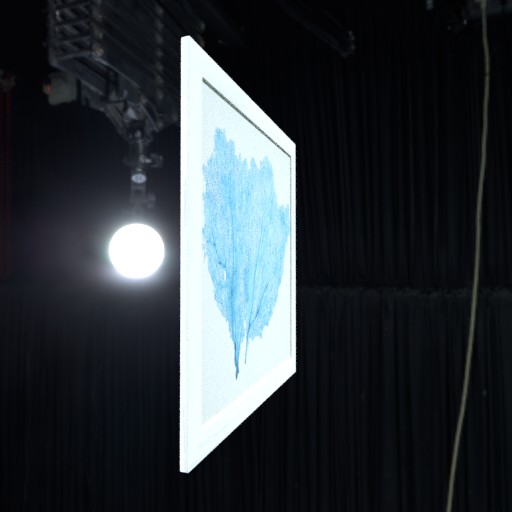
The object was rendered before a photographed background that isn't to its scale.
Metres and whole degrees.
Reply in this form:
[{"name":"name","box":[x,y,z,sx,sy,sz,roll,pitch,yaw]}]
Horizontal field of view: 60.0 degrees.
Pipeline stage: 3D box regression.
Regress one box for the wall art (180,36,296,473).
[{"name":"wall art","box":[0.000,0.000,0.868,0.013,0.584,0.584,0,-1,19]}]
